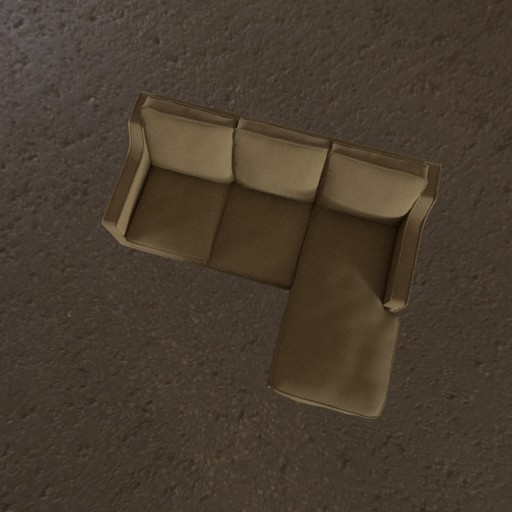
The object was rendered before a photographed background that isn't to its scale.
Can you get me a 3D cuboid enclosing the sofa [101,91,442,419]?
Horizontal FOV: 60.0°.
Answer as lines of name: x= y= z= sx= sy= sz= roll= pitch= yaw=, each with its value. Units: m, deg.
sofa: x=0.000 y=0.000 z=3.346 sx=2.317 sy=1.066 sz=1.858 roll=15 pitch=75 yaw=4
